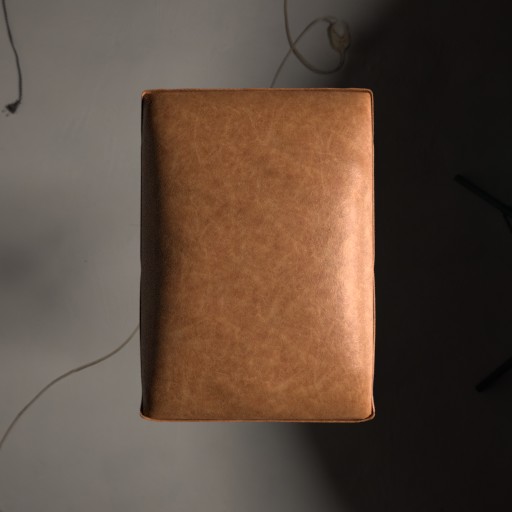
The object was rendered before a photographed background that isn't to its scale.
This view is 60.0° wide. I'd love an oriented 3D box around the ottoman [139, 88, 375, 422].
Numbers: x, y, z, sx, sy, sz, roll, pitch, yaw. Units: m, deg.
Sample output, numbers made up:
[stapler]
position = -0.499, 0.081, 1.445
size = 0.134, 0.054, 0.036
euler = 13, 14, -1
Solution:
[ottoman]
position = 0.000, 0.000, 1.090
size = 0.533, 0.480, 0.710
euler = 0, 88, 0
